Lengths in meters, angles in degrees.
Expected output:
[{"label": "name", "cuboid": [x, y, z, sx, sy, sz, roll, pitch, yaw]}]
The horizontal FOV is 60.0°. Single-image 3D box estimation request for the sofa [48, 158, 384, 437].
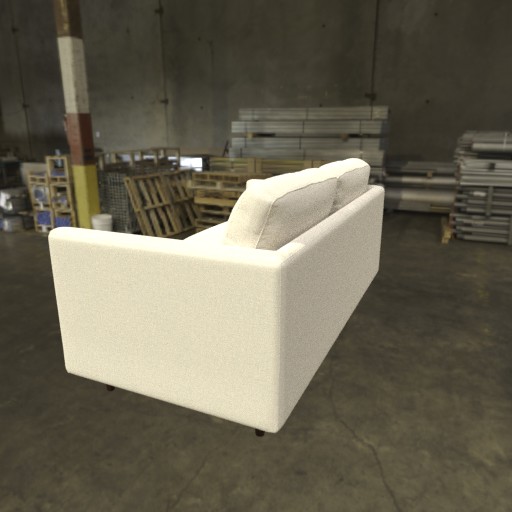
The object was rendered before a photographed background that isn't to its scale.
[{"label": "sofa", "cuboid": [0.000, 0.000, 2.184, 0.940, 0.893, 1.713, 7, 17, 24]}]
